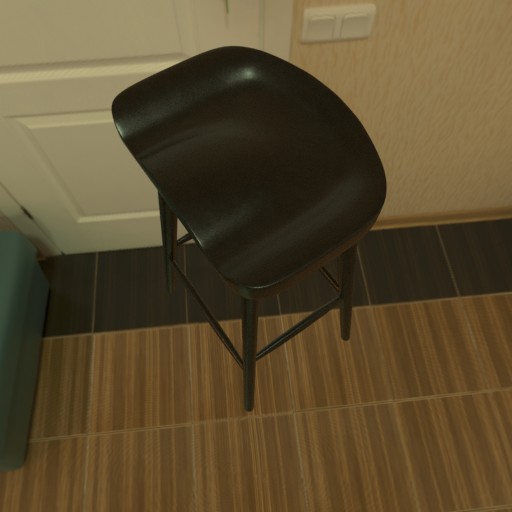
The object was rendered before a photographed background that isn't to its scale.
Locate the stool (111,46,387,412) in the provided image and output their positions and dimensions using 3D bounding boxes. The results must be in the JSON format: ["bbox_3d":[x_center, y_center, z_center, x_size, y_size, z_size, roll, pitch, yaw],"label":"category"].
[{"bbox_3d":[0.000,0.000,0.969,0.361,0.749,0.440,-32,68,-15],"label":"stool"}]
